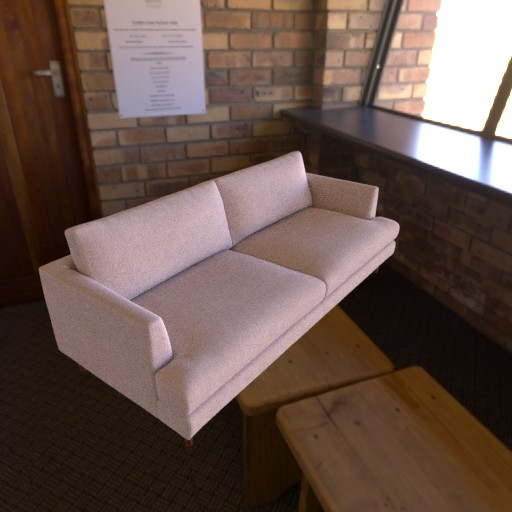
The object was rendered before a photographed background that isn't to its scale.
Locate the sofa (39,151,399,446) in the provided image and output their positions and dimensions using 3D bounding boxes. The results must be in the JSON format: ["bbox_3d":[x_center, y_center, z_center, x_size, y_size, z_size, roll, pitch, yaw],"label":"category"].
[{"bbox_3d":[0.000,0.000,2.795,1.020,0.868,2.250,19,32,33],"label":"sofa"}]
